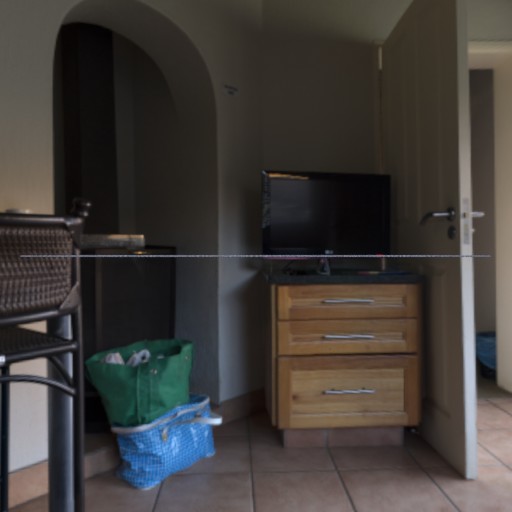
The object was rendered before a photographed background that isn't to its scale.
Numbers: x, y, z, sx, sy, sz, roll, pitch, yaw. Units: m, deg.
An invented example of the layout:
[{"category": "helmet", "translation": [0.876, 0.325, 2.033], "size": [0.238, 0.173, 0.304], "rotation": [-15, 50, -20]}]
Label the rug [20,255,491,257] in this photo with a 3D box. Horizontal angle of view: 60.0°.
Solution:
[{"category": "rug", "translation": [0.000, 0.000, 2.670], "size": [2.432, 0.008, 0.766], "rotation": [0, 0, 0]}]
